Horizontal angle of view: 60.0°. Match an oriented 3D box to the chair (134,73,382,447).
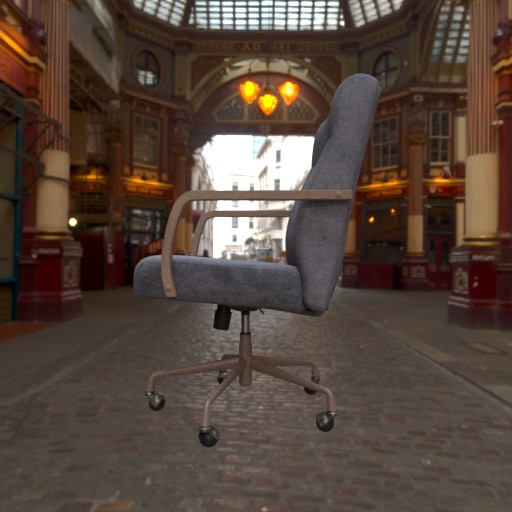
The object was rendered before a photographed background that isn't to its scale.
[{"bbox_3d":[0.000,0.000,1.474,0.741,1.029,0.640,0,0,0],"label":"chair"}]
